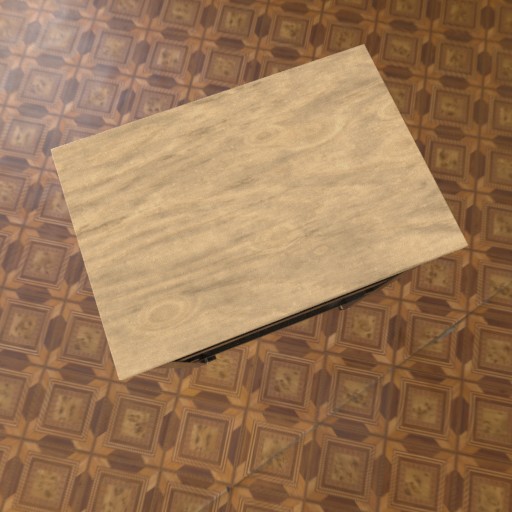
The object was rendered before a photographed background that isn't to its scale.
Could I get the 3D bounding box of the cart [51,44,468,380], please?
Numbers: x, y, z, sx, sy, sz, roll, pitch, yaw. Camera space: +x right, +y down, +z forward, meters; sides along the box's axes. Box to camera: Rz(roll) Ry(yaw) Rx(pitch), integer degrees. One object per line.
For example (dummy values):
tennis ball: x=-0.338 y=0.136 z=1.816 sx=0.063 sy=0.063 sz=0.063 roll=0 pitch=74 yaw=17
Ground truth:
cart: x=0.000 y=0.000 z=1.127 sx=0.584 sy=0.839 sz=0.403 roll=-20 pitch=77 yaw=-5
